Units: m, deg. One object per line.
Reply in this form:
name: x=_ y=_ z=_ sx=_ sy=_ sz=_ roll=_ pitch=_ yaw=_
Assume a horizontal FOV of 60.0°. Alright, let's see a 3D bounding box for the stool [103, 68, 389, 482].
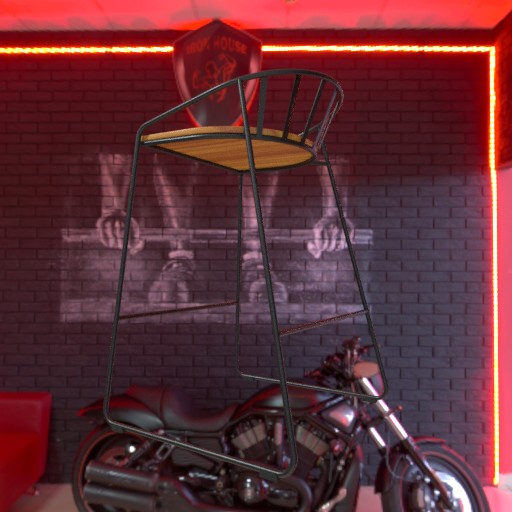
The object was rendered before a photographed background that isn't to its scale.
stool: x=0.000 y=0.000 z=1.141 sx=0.521 sy=0.812 sz=0.546 roll=-1 pitch=-1 yaw=34
